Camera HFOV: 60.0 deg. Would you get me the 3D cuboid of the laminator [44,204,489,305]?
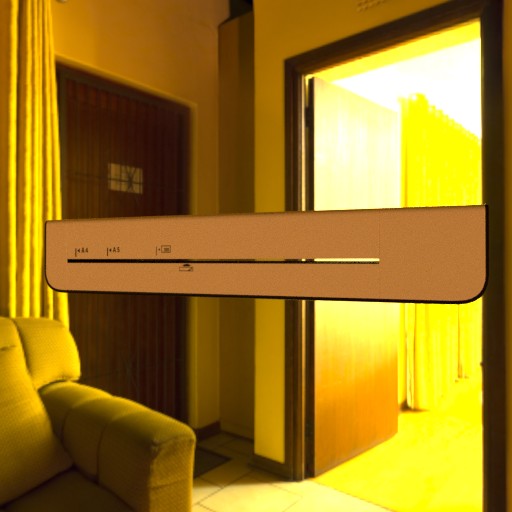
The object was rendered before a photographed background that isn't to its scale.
[{"bbox_3d":[0.000,0.000,0.380,0.340,0.062,0.123,0,0,19],"label":"laminator"}]
